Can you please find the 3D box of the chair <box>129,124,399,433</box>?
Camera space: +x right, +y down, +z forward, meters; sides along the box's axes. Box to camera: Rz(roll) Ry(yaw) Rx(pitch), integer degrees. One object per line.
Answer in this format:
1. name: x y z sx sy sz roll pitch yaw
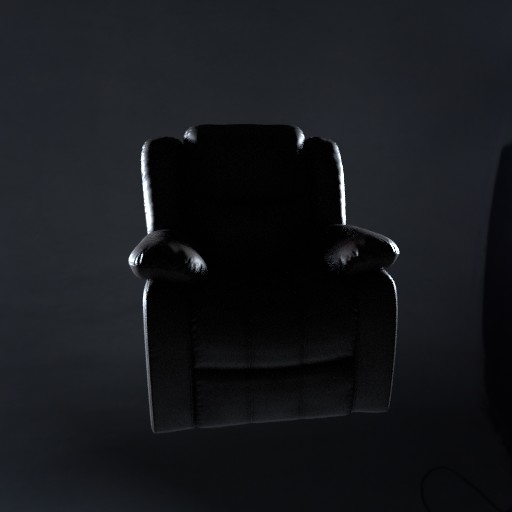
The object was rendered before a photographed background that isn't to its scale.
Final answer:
1. chair: 0.000 0.000 1.747 0.899 1.009 0.934 -2 16 -8
